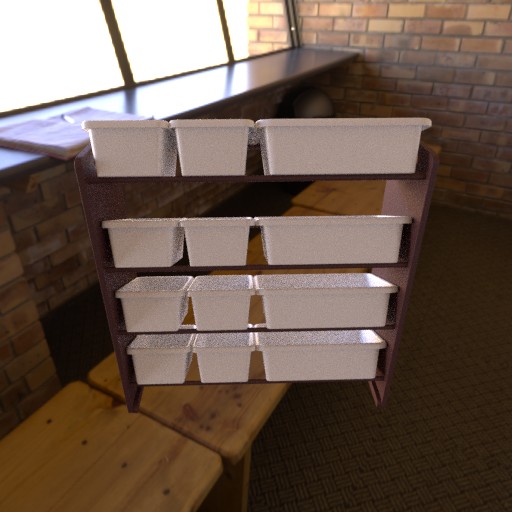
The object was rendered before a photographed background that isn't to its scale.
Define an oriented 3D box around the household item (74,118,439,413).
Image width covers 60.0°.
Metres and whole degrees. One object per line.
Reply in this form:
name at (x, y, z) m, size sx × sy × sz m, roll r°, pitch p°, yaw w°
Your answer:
household item at (0.000, 0.000, 1.293) m, size 0.787 × 0.864 × 0.389 m, roll -1°, pitch 31°, yaw -2°
